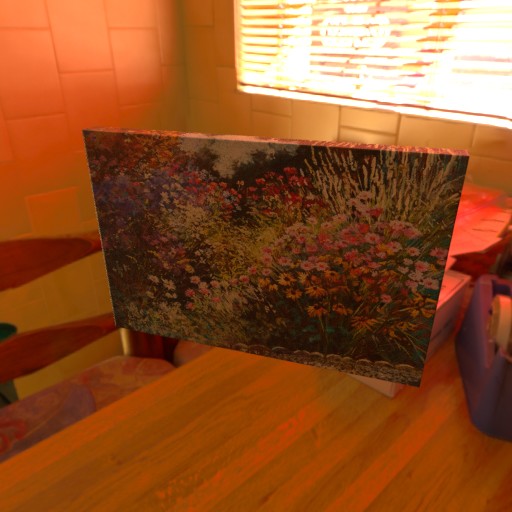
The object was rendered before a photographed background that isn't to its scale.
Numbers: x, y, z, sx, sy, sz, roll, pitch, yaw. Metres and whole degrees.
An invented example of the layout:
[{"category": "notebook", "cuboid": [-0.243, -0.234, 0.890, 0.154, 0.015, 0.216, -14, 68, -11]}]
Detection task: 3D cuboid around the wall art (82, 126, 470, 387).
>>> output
[{"category": "wall art", "cuboid": [0.000, 0.000, 0.780, 0.610, 0.406, 0.037, 8, 28, 15]}]
